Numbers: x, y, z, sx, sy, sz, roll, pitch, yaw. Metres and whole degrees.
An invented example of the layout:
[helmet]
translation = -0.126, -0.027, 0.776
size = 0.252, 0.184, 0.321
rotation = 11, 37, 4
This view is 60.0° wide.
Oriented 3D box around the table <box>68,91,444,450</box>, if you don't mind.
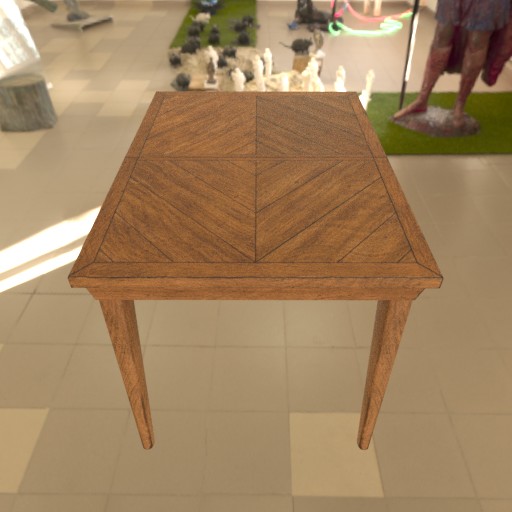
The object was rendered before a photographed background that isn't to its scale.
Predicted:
[table]
translation = 0.000, 0.000, 1.528
size = 0.757, 0.760, 1.027
rotation = 0, 40, 0
